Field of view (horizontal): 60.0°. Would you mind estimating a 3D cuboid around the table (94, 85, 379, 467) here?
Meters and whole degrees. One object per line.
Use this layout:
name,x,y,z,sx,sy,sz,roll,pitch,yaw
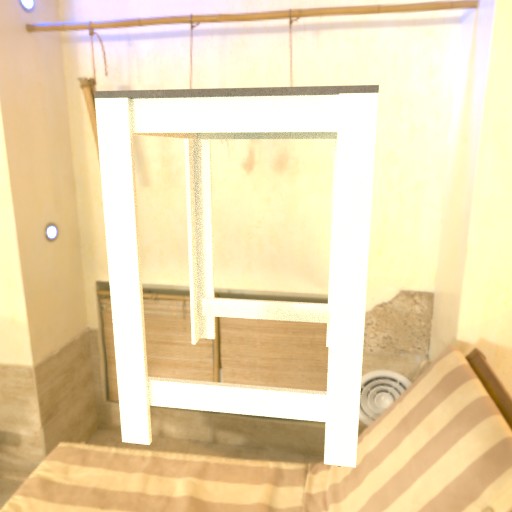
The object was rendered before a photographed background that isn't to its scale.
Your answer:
table,0.000,0.000,1.569,0.700,1.020,0.800,2,14,9
